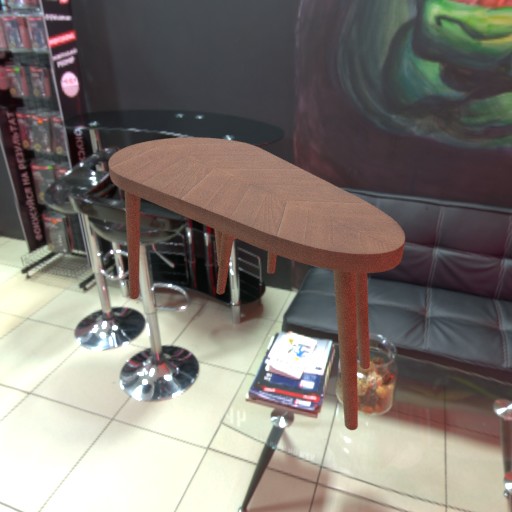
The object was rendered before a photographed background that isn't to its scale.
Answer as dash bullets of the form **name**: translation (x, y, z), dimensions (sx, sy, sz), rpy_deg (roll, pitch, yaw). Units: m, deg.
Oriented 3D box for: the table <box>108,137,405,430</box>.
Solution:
- **table**: translation (0.000, 0.000, 1.556), dimensions (0.701, 0.595, 1.190), rpy_deg (-20, 35, -32)
